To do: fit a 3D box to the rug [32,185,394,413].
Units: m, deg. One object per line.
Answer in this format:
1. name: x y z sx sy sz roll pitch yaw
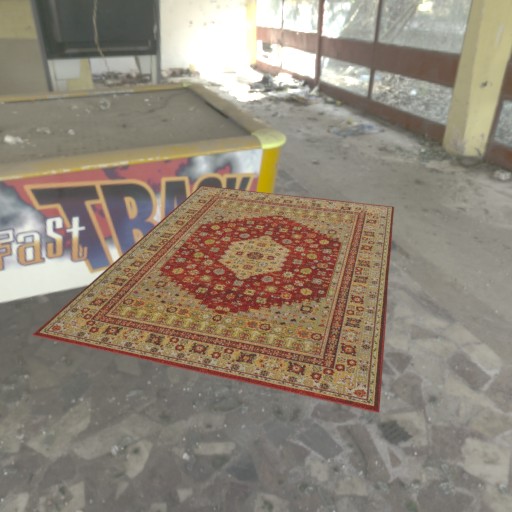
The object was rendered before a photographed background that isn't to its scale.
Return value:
1. rug: 0.000 0.000 4.102 2.387 0.013 3.053 8 31 14
